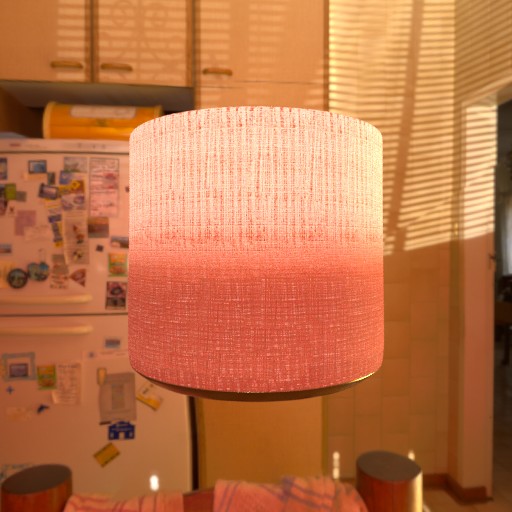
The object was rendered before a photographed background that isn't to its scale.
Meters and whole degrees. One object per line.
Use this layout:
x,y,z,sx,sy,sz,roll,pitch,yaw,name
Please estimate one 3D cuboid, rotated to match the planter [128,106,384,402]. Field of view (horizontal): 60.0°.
0.000,0.000,0.397,0.221,0.201,0.221,0,1,0,planter
